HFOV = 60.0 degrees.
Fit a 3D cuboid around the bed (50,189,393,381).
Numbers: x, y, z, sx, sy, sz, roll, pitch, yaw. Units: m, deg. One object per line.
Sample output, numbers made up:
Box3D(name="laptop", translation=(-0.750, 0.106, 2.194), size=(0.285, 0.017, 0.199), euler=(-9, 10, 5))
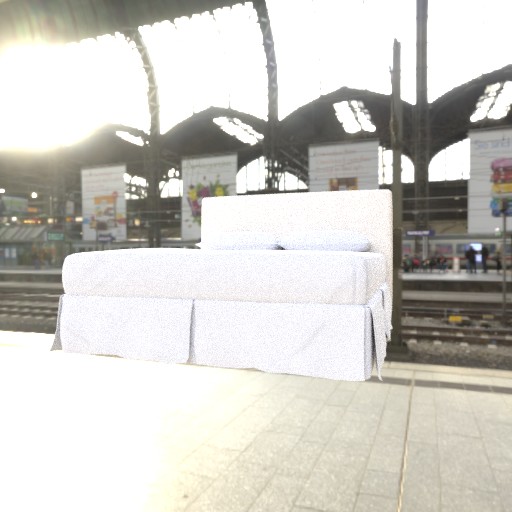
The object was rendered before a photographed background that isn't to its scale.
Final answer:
Box3D(name="bed", translation=(0.000, 0.000, 3.641), size=(2.119, 1.317, 2.341), euler=(0, 0, 19))
